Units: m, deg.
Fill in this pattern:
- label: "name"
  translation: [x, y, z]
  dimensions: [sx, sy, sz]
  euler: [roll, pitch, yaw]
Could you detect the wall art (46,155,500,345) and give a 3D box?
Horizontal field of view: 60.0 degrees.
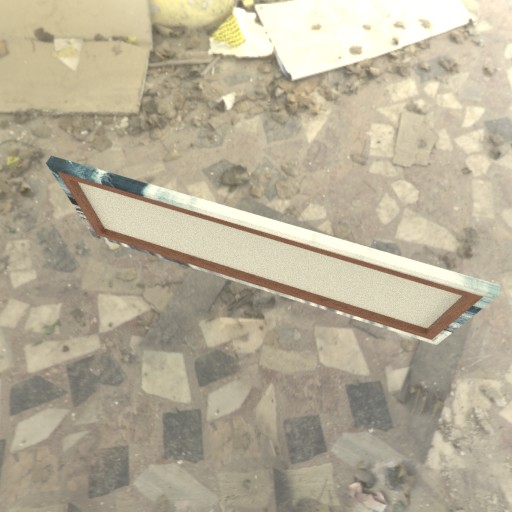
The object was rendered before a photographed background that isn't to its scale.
- label: "wall art"
  translation: [0.000, 0.000, 1.650]
  dimensions: [1.524, 0.509, 0.037]
  euler: [17, 64, 9]
